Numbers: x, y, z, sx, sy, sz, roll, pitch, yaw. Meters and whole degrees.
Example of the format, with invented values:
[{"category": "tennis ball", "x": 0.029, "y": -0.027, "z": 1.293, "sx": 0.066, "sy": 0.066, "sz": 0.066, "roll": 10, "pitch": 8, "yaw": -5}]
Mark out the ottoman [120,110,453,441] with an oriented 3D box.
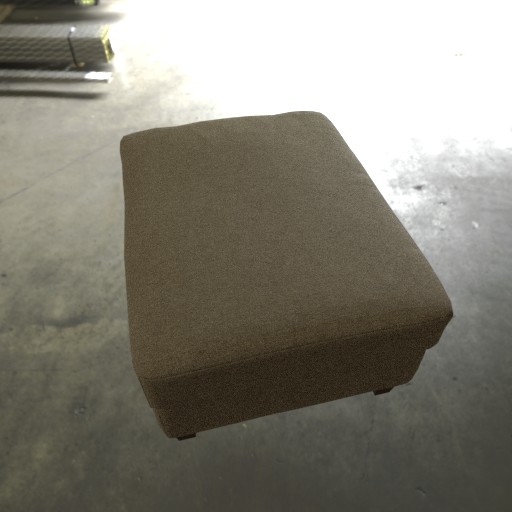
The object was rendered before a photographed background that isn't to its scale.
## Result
[{"category": "ottoman", "x": 0.000, "y": 0.000, "z": 1.308, "sx": 0.692, "sy": 0.511, "sz": 0.889, "roll": -10, "pitch": 48, "yaw": -9}]
